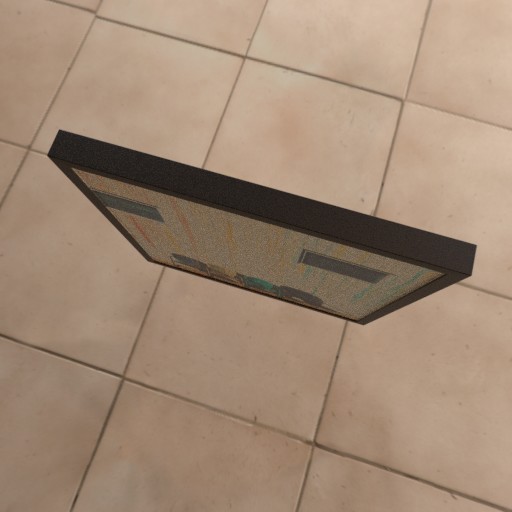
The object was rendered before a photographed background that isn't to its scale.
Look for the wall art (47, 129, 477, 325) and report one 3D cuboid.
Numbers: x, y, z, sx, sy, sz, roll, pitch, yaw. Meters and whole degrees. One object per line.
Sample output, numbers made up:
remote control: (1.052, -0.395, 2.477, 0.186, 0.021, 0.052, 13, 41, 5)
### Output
wall art: (0.000, 0.000, 0.754, 0.506, 0.506, 0.037, 16, 76, 4)
